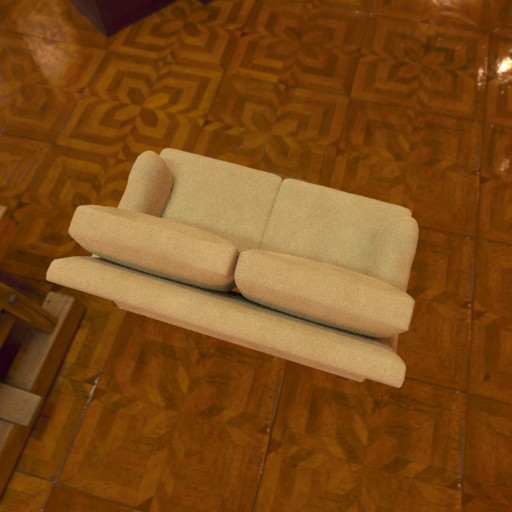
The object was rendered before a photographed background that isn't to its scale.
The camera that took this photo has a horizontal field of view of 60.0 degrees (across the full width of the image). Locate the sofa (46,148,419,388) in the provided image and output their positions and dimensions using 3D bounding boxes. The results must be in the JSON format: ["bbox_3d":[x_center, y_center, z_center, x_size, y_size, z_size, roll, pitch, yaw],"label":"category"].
[{"bbox_3d":[0.000,0.000,2.287,1.498,1.087,1.086,16,66,7],"label":"sofa"}]
